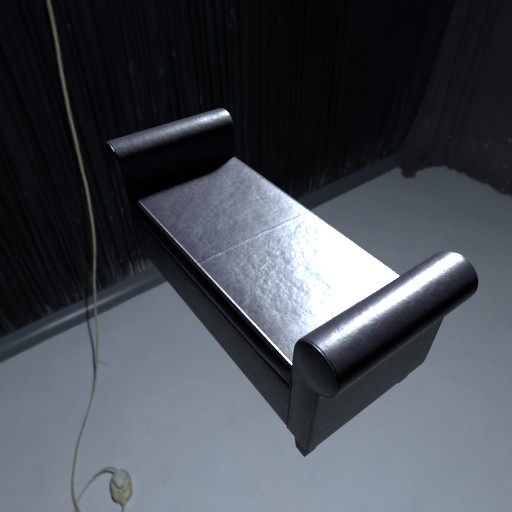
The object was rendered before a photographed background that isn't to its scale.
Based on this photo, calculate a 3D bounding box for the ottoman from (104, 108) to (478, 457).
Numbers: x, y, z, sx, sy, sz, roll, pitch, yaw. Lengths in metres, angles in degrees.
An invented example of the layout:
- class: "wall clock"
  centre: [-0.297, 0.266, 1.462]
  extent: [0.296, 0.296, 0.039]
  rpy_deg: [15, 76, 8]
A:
- class: "ottoman"
  centre: [0.000, 0.000, 1.550]
  extent: [0.521, 0.547, 1.256]
  rpy_deg: [-26, 48, -26]
